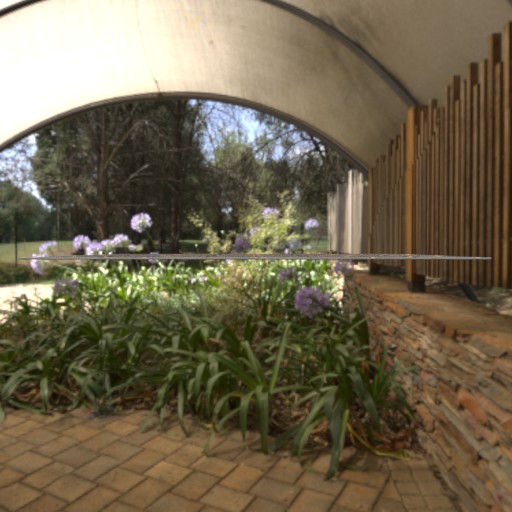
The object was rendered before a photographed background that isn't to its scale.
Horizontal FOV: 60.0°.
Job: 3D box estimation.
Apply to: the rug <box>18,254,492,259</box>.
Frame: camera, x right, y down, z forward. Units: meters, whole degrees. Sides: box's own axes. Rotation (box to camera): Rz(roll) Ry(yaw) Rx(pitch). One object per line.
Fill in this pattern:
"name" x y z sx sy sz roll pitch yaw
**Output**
"rug" 0.000 0.000 2.881 2.284 0.008 1.522 0 1 -1
